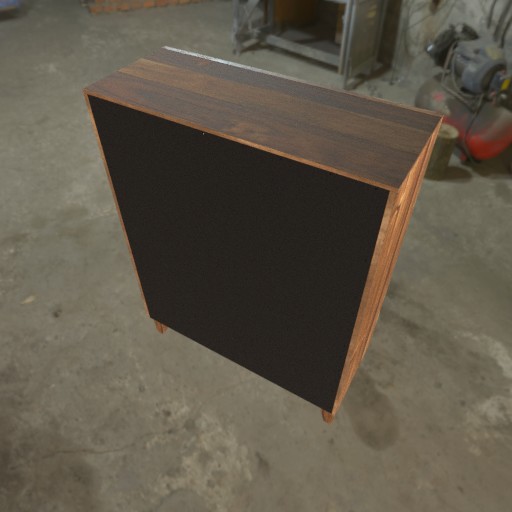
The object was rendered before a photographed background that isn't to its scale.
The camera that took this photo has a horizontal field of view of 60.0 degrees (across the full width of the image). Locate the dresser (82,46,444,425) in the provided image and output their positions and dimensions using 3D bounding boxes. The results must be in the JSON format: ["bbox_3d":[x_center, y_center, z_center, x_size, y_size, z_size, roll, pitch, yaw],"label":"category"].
[{"bbox_3d":[0.000,0.000,1.888,1.062,1.393,0.442,23,50,21],"label":"dresser"}]
